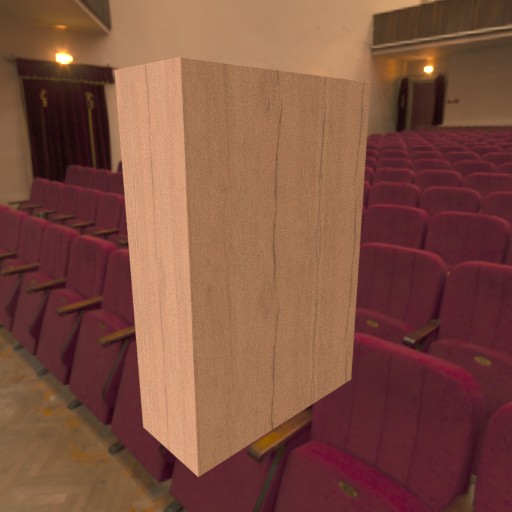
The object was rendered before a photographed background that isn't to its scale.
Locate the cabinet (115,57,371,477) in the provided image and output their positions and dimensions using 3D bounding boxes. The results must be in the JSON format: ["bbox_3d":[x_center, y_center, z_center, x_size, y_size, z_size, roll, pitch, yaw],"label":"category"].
[{"bbox_3d":[0.000,0.000,2.748,1.400,2.070,0.580,-14,21,-42],"label":"cabinet"}]
